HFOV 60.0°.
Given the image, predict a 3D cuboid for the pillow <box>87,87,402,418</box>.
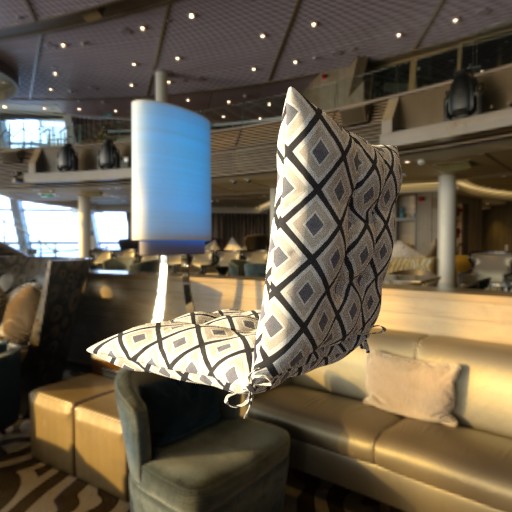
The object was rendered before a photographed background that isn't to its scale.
[{"bbox_3d":[0.000,0.000,1.029,0.585,0.536,0.541,1,2,36],"label":"pillow"}]
